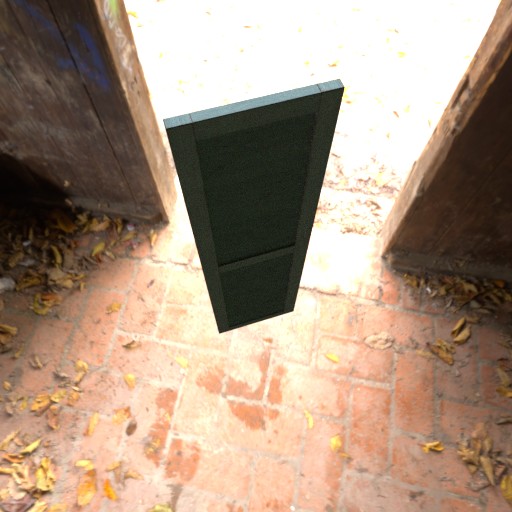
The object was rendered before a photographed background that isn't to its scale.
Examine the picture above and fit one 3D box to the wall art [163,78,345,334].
[{"bbox_3d":[0.000,0.000,1.326,0.329,1.219,0.025,-16,65,-8],"label":"wall art"}]
